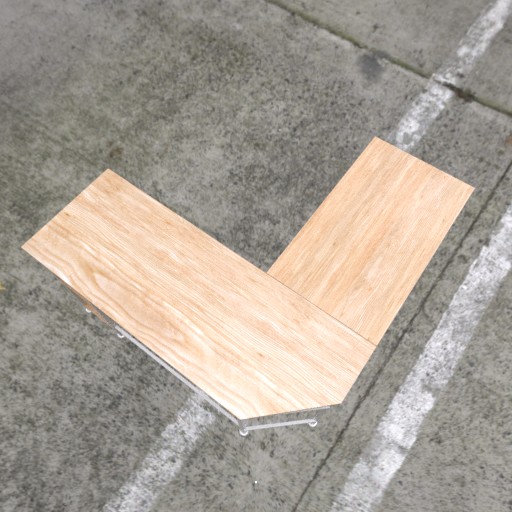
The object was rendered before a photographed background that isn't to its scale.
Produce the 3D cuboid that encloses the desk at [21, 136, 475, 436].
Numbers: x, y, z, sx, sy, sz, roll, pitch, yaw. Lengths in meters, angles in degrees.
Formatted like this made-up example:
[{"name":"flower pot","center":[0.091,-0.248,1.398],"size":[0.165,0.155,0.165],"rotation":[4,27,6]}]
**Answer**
[{"name":"desk","center":[0.000,0.000,2.213],"size":[1.379,0.739,1.379],"rotation":[33,68,16]}]
